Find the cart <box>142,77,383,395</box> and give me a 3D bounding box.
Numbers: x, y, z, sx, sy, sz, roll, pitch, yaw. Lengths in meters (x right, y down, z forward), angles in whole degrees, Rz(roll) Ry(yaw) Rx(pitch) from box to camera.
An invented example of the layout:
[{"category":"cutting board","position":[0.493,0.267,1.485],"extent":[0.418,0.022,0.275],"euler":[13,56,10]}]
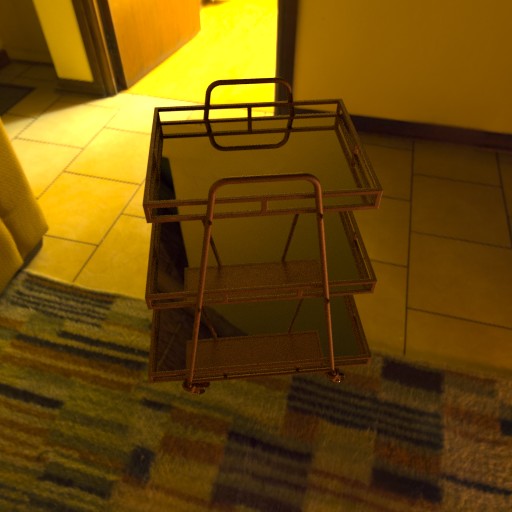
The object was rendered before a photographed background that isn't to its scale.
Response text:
[{"category":"cart","position":[0.000,0.000,1.301],"extent":[0.711,0.883,0.441],"euler":[-4,48,-4]}]
